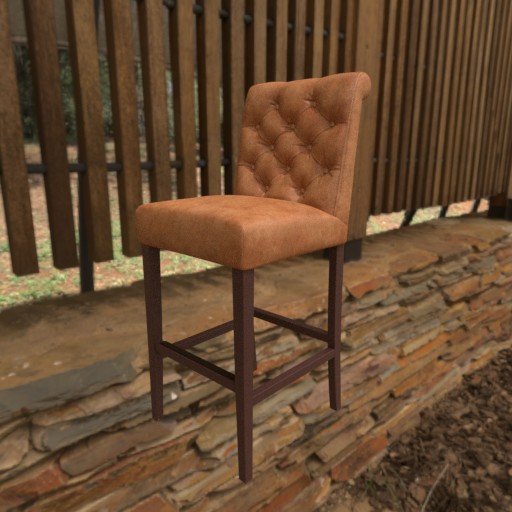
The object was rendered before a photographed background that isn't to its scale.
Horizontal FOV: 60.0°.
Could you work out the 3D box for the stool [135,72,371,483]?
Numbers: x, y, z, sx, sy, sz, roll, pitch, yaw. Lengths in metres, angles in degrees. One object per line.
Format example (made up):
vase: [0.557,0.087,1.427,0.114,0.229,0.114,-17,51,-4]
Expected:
stool: [0.000,0.000,1.454,0.493,1.140,0.601,13,19,41]
